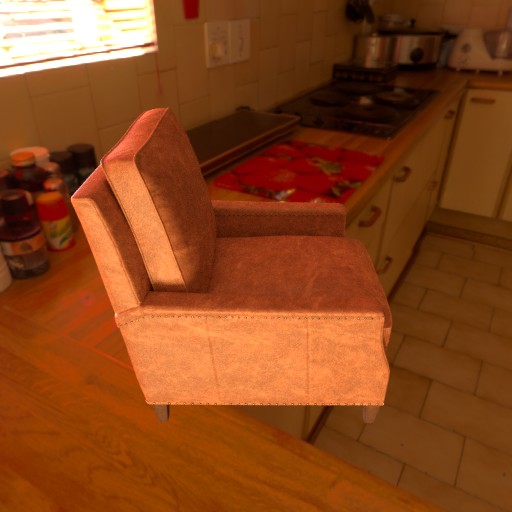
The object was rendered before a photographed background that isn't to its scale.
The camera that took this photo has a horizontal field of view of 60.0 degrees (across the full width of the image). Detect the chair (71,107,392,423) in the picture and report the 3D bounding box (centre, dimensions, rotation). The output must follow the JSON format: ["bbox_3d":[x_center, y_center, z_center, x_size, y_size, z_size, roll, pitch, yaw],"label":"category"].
[{"bbox_3d":[0.000,0.000,1.817,1.035,1.054,0.854,0,32,0],"label":"chair"}]
